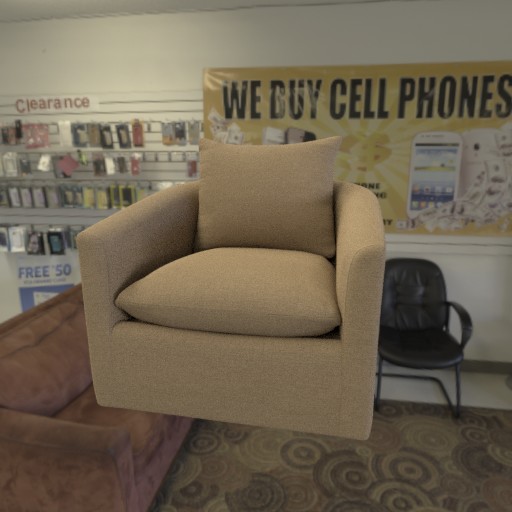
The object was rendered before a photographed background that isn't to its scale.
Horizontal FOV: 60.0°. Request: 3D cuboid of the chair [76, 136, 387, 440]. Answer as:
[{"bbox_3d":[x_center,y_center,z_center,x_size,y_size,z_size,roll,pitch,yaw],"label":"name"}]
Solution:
[{"bbox_3d":[0.000,0.000,1.595,0.845,0.848,0.910,3,13,12],"label":"chair"}]
